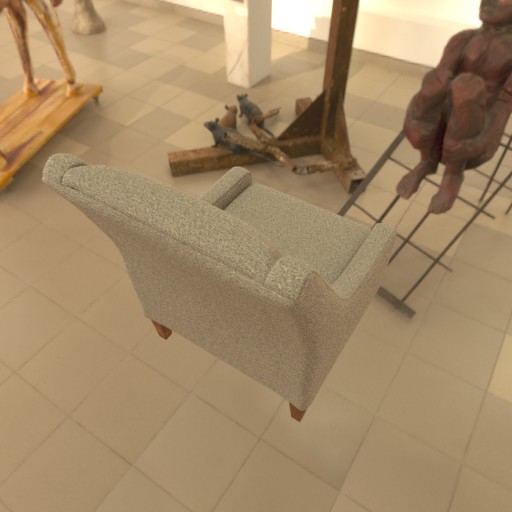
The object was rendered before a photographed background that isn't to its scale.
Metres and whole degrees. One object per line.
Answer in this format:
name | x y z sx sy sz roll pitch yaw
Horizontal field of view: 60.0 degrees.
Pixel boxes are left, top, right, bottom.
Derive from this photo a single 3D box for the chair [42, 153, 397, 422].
chair | 0.000 0.000 1.570 0.774 1.016 0.870 25 52 22
